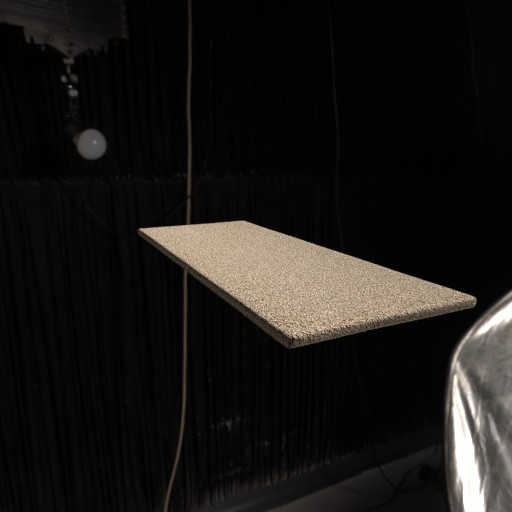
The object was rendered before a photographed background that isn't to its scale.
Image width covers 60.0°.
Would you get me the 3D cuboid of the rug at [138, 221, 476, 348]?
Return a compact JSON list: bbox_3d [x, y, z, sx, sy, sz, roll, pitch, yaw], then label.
[{"bbox_3d":[0.000,0.000,1.751,0.609,0.030,1.524,-7,15,-26],"label":"rug"}]
